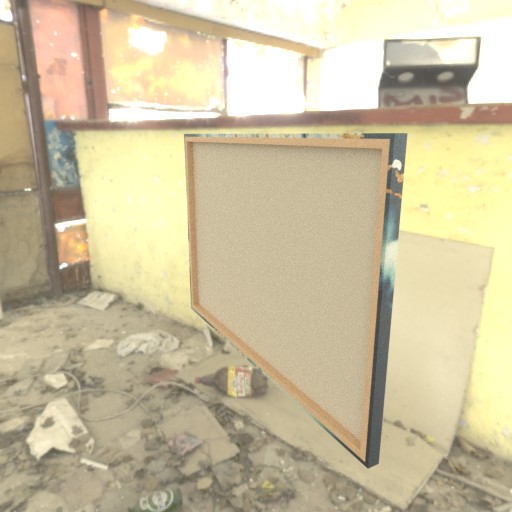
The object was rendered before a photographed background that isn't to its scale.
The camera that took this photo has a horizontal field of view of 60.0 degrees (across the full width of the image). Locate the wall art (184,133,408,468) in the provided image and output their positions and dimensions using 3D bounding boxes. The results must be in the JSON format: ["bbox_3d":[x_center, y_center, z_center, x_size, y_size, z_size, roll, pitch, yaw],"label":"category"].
[{"bbox_3d":[0.000,0.000,1.427,0.035,0.759,1.138,-8,17,-28],"label":"wall art"}]
